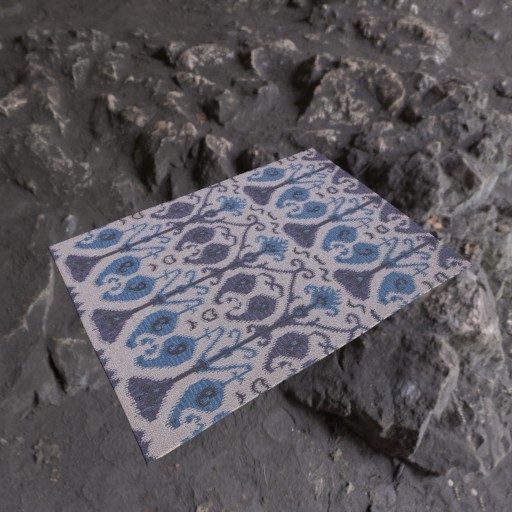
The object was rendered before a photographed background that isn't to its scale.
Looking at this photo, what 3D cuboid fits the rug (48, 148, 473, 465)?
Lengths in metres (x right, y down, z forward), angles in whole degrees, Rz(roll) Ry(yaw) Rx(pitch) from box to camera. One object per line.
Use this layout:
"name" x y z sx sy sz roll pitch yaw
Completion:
"rug" 0.000 0.000 2.912 2.261 0.013 1.676 -25 50 -23
